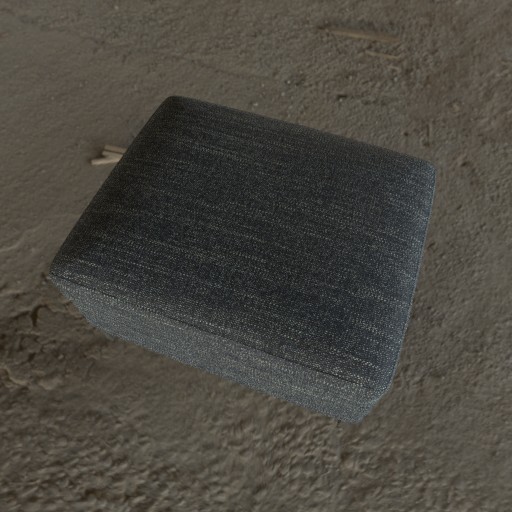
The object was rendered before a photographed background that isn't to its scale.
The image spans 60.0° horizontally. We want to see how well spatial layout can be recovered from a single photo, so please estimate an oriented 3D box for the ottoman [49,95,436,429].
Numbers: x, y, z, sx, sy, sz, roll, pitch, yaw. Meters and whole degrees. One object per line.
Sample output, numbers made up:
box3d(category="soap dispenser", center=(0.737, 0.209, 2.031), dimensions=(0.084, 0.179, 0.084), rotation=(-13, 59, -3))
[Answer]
box3d(category="ottoman", center=(0.000, 0.000, 1.252), dimensions=(0.814, 0.491, 0.667), rotation=(18, 61, 10))
